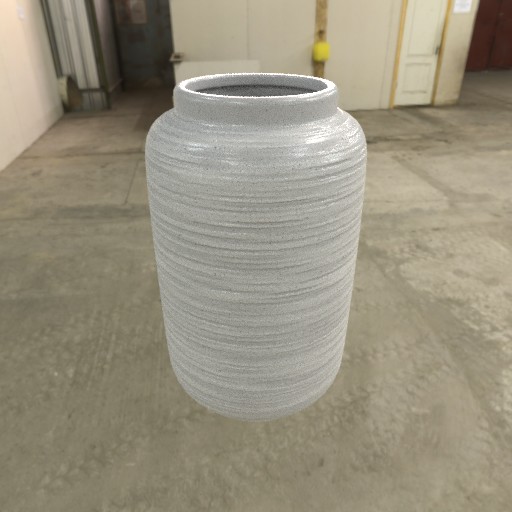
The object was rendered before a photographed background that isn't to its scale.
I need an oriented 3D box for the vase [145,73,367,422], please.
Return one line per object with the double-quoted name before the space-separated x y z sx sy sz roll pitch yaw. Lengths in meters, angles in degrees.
"vase" 0.000 0.000 0.458 0.202 0.335 0.202 0 29 0
